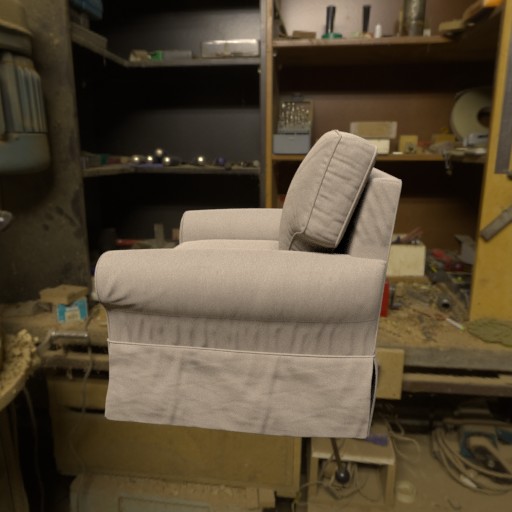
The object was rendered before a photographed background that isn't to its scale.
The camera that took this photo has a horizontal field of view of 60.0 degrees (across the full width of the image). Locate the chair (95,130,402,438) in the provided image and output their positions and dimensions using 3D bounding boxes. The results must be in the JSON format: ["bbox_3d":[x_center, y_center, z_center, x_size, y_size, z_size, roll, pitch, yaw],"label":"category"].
[{"bbox_3d":[0.000,0.000,1.877,0.988,1.017,1.135,2,14,8],"label":"chair"}]
